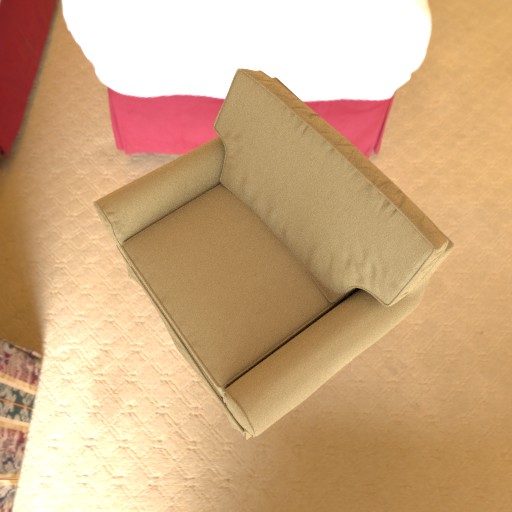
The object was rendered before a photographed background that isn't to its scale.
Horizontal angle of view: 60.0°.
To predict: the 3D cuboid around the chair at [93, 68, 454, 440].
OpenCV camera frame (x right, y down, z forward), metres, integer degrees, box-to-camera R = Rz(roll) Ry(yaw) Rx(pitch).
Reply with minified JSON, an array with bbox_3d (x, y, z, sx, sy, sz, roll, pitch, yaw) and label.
[{"bbox_3d":[0.000,0.000,1.778,0.903,0.937,1.096,-34,68,-15],"label":"chair"}]
